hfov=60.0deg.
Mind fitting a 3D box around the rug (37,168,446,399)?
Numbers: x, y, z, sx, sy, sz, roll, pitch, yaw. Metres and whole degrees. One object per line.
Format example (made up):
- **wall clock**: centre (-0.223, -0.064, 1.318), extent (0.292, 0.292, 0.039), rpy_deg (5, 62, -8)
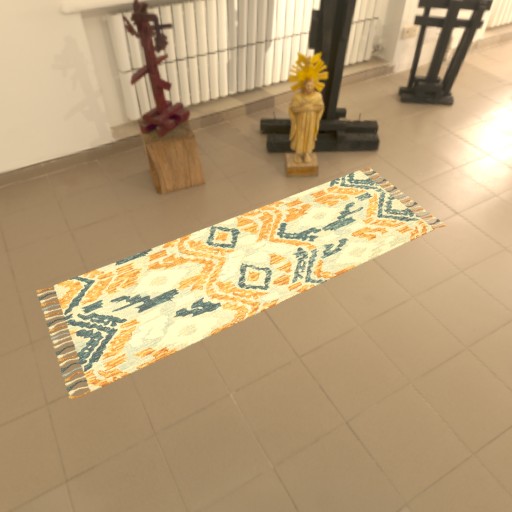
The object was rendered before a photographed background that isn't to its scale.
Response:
- **rug**: centre (0.000, 0.000, 2.707), extent (2.437, 0.010, 0.783), rpy_deg (-23, 50, -21)
